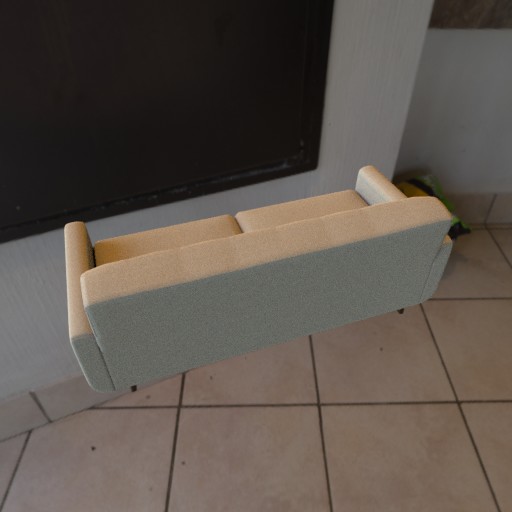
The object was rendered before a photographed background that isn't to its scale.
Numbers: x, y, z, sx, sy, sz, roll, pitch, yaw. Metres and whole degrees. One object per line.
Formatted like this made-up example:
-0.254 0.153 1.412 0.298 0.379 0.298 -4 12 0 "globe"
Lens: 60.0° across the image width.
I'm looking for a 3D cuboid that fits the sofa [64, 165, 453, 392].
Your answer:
0.000 0.000 2.711 2.137 0.892 0.980 -13 43 -14 "sofa"
